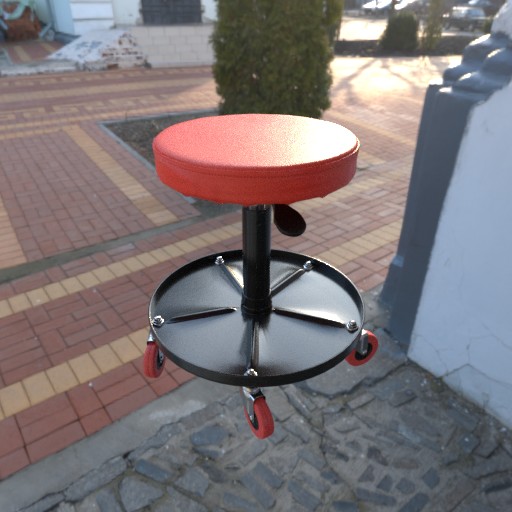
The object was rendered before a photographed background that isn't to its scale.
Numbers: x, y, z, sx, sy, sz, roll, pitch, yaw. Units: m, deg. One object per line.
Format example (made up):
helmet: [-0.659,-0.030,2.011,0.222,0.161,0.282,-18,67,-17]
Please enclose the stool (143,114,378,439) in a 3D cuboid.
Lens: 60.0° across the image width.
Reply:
stool: [0.000,0.000,0.674,0.381,0.365,0.382,-10,31,-18]
